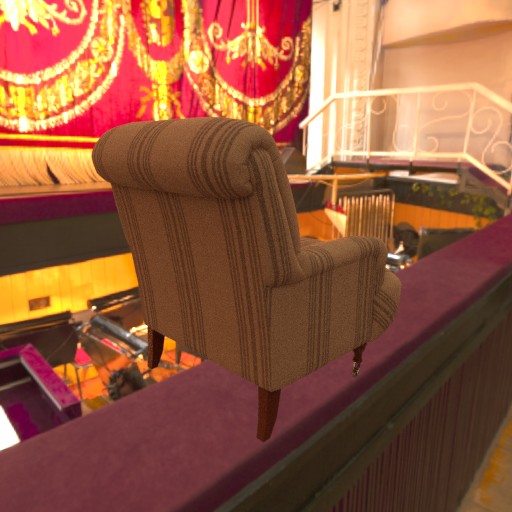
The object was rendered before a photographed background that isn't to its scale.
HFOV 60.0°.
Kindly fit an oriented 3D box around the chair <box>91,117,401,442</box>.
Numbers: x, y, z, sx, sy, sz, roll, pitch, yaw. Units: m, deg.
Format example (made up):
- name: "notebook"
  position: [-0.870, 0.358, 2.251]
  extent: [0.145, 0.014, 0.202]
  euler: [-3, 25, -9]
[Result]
- name: "chair"
  position: [0.000, 0.000, 1.629]
  extent: [0.914, 0.940, 0.813]
  euler: [-14, 20, -43]
